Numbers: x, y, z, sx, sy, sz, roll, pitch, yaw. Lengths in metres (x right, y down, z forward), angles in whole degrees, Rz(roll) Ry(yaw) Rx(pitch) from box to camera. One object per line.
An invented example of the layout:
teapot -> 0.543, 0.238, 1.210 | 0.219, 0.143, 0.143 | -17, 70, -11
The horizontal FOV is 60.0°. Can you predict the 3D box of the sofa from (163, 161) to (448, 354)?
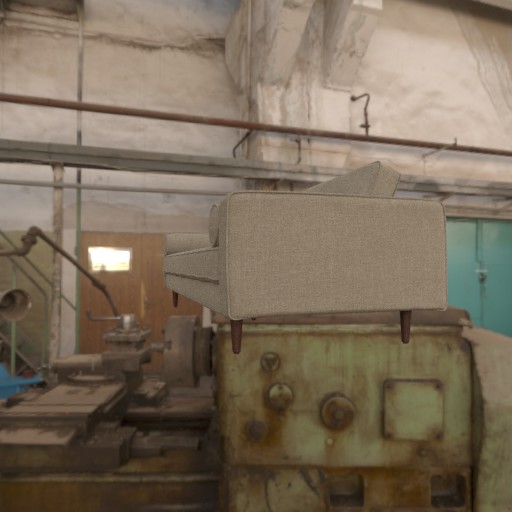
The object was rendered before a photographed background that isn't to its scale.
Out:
sofa -> 0.000, 0.000, 2.644 | 0.914, 0.762, 2.211 | 0, -1, -17
